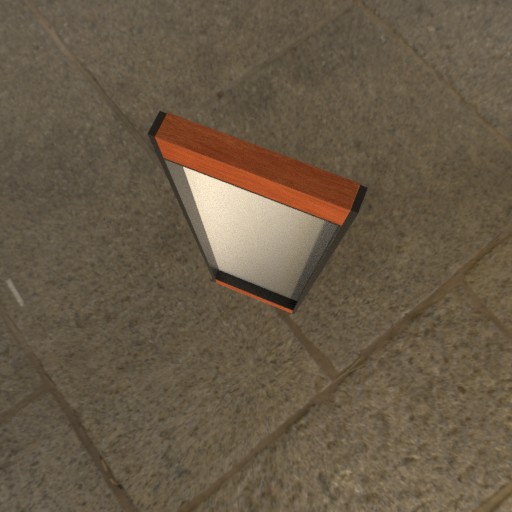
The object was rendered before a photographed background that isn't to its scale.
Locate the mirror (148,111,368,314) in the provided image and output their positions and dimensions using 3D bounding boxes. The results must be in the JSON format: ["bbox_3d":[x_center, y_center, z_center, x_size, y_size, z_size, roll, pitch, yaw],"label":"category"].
[{"bbox_3d":[0.000,0.000,1.211,0.343,1.123,0.047,22,76,6],"label":"mirror"}]
